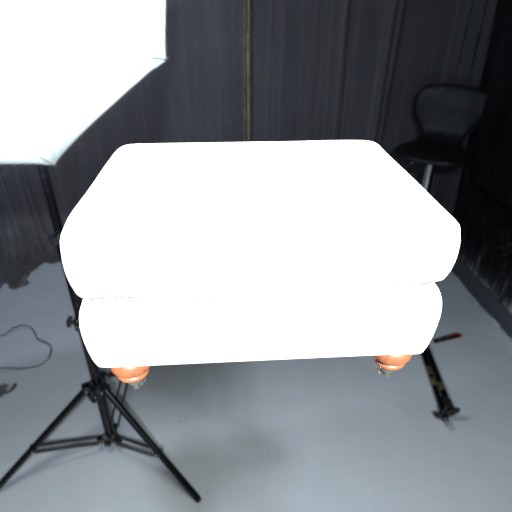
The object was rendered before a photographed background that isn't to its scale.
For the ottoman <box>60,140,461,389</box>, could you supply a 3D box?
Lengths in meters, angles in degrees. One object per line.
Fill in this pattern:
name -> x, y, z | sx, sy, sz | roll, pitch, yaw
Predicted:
ottoman -> 0.000, 0.000, 1.138 | 0.773, 0.499, 0.569 | -2, 30, -3
